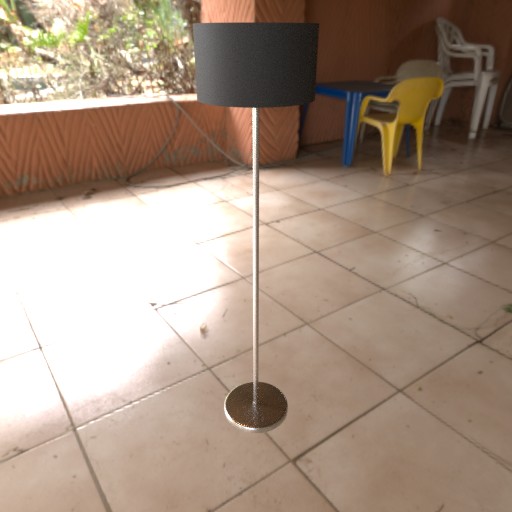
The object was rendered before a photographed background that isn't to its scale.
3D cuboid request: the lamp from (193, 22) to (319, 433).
[{"bbox_3d":[0.000,0.000,1.554,0.348,1.443,0.348,-18,32,-32],"label":"lamp"}]
